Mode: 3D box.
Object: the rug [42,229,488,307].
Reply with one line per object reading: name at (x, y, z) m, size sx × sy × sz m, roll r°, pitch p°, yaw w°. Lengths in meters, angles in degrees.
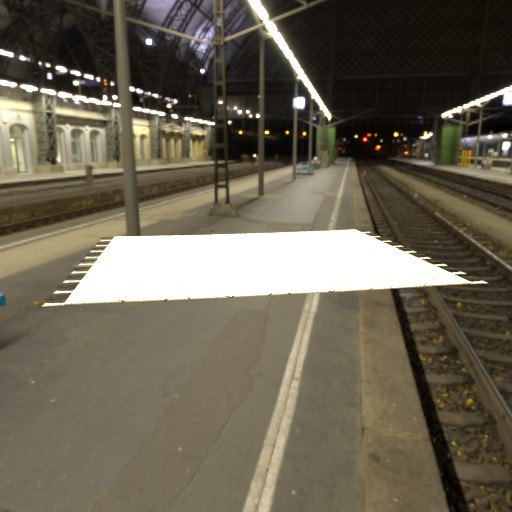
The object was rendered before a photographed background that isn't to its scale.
rug at (0.000, 0.000, 4.234) m, size 3.221 × 0.026 × 2.342 m, roll -2°, pitch 14°, yaw -9°
